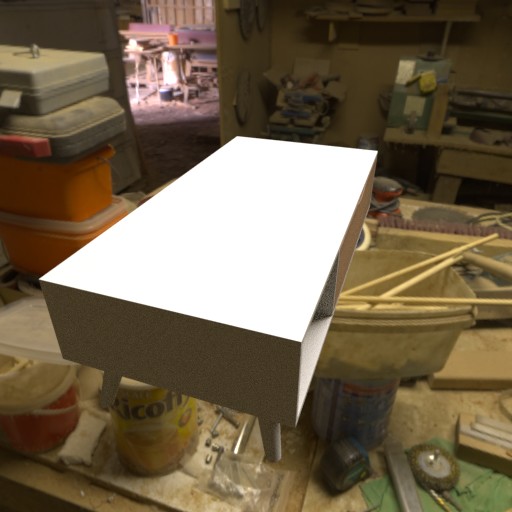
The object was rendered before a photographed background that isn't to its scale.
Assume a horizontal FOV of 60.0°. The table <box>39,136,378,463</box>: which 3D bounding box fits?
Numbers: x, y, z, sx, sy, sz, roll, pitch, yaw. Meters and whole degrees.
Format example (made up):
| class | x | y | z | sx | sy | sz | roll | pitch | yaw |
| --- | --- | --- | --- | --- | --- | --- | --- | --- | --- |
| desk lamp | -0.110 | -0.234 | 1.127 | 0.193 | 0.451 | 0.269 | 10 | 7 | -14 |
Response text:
| class | x | y | z | sx | sy | sz | roll | pitch | yaw |
| --- | --- | --- | --- | --- | --- | --- | --- | --- | --- |
| table | 0.000 | 0.000 | 1.500 | 0.609 | 0.432 | 1.194 | 11 | 33 | 17 |
